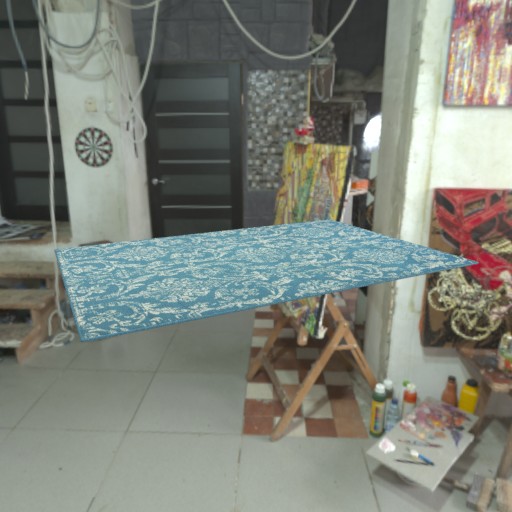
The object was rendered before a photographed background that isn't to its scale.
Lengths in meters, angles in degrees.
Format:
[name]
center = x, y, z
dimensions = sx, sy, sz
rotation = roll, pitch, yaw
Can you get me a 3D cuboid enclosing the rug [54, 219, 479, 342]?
[rug]
center = 0.000, 0.000, 3.422
dimensions = 2.746, 0.018, 1.816
rotation = -8, 18, -26
